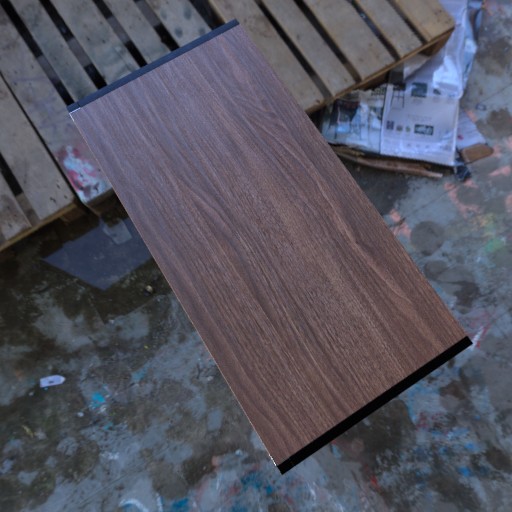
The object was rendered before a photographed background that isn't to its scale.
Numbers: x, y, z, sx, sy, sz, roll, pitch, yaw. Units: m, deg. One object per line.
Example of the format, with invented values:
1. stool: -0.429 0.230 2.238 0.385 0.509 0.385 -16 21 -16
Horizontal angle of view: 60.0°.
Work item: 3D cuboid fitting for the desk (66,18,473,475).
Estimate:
1. desk: 0.000 0.000 1.422 0.508 0.762 1.016 -31 78 -7
